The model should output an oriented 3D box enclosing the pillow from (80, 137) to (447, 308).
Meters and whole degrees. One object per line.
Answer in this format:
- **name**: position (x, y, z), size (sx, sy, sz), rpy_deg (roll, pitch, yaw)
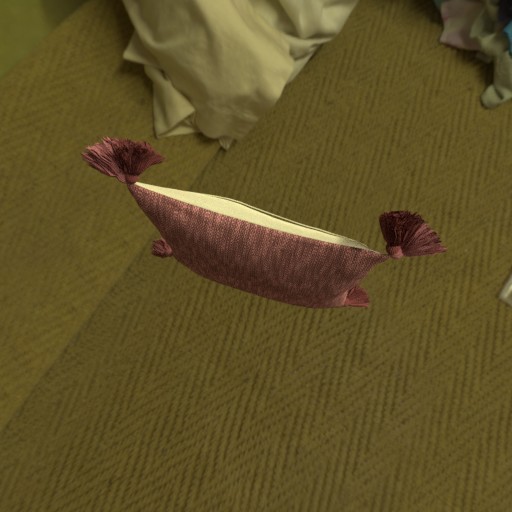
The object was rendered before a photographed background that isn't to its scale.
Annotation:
- **pillow**: position (0.000, 0.000, 0.985), size (0.641, 0.659, 0.138), rpy_deg (16, 75, 4)
